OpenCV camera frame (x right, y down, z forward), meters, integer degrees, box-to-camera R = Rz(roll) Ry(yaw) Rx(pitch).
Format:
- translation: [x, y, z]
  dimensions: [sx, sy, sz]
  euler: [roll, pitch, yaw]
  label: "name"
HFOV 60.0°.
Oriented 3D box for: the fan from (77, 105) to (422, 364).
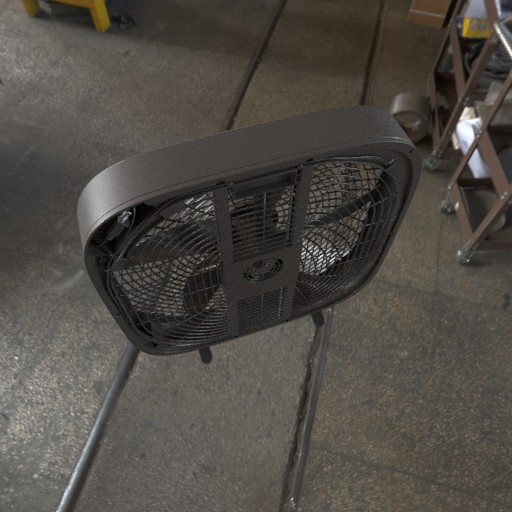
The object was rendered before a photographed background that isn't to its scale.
- translation: [0.000, 0.000, 0.801]
  dimensions: [0.526, 0.533, 0.142]
  euler: [-16, 59, -10]
  label: "fan"
